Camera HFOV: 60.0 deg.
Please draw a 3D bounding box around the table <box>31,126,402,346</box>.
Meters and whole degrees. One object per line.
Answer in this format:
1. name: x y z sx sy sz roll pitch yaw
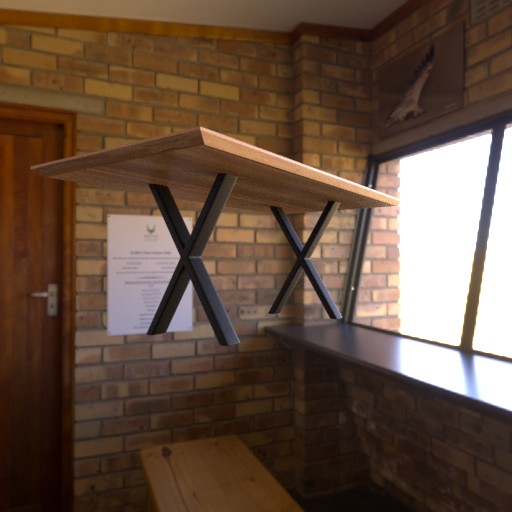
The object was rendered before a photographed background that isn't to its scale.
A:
1. table: 0.000 0.000 2.461 1.000 0.770 2.000 -1 -1 35
